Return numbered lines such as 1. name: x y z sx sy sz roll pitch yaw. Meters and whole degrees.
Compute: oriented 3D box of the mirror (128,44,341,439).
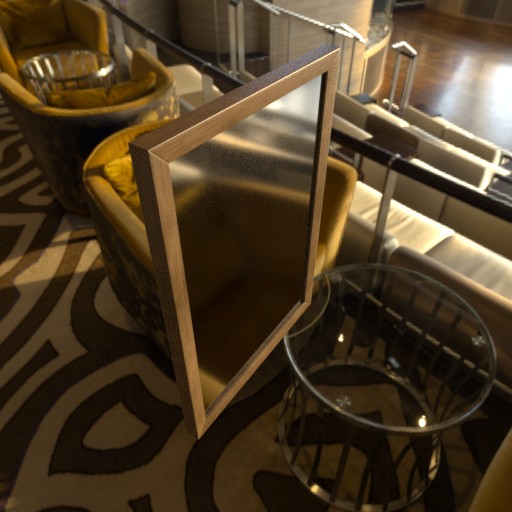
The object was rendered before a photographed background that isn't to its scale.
1. mirror: 0.000 0.000 0.926 0.040 0.710 0.507 25 46 26
